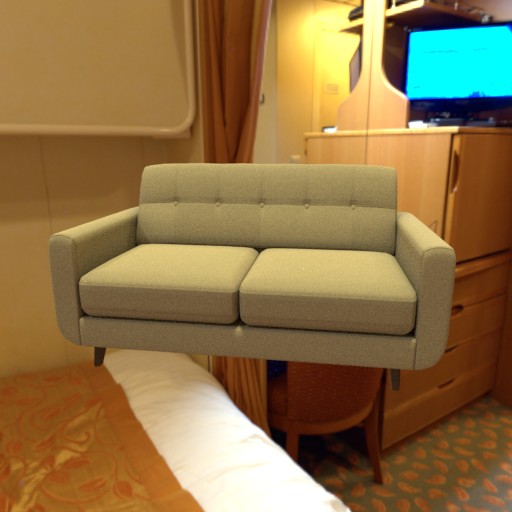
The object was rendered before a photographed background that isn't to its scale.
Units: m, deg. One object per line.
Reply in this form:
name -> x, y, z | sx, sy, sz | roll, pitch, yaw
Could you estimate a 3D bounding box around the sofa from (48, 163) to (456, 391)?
sofa -> 0.000, 0.000, 2.242 | 1.655, 0.892, 0.980 | 2, 14, 9
